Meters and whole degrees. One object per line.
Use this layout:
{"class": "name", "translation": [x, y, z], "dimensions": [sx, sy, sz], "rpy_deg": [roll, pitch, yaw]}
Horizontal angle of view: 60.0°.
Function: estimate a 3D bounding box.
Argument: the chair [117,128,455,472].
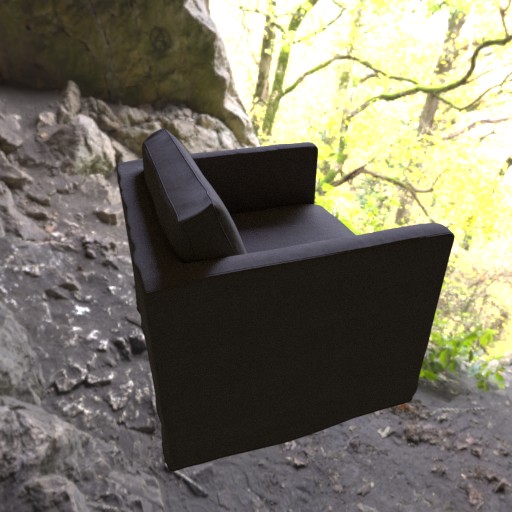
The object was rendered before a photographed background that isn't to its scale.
{"class": "chair", "translation": [0.000, 0.000, 1.737], "dimensions": [0.949, 0.863, 1.057], "rpy_deg": [-10, 32, -16]}
